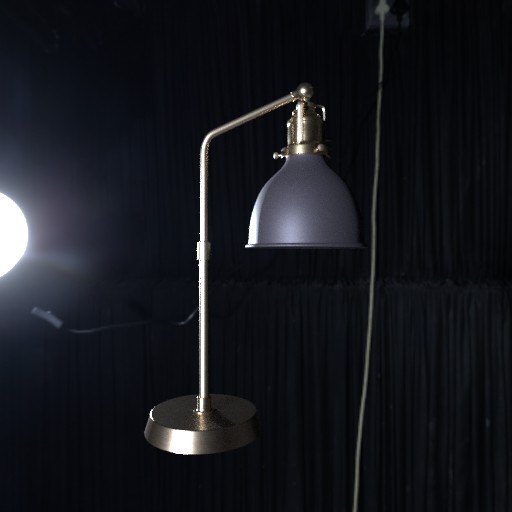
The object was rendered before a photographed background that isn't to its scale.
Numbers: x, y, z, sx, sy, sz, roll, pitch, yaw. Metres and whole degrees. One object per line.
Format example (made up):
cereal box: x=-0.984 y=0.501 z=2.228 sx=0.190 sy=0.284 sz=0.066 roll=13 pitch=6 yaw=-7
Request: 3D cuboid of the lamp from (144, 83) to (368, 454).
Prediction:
lamp: x=0.000 y=0.000 z=0.586 sx=0.291 sy=0.456 sz=0.160 roll=0 pitch=0 yaw=1
